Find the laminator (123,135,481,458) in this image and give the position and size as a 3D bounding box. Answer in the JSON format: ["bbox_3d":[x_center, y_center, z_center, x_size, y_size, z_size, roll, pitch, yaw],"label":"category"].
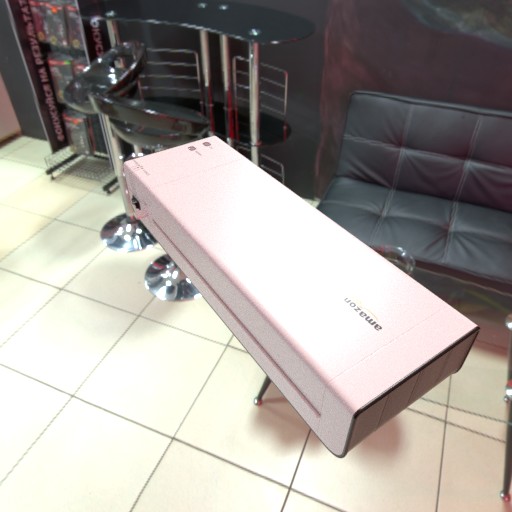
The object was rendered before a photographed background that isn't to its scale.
[{"bbox_3d":[0.000,0.000,0.386,0.123,0.062,0.340,-24,46,-25],"label":"laminator"}]
